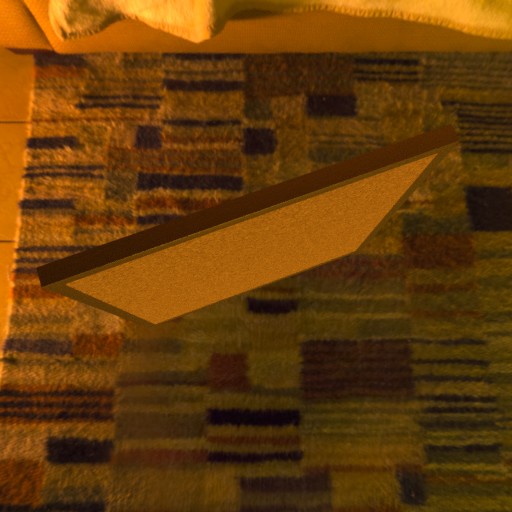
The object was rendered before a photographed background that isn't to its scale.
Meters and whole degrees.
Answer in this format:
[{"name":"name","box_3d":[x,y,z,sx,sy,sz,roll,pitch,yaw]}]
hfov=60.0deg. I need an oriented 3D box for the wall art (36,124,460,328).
[{"name":"wall art","box_3d":[0.000,0.000,1.137,0.767,0.765,0.036,-20,77,-5]}]
